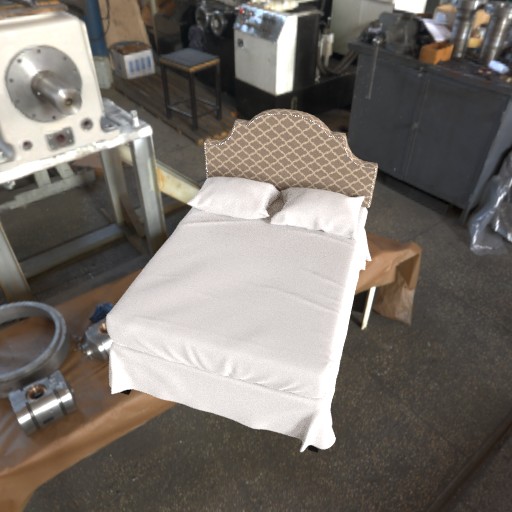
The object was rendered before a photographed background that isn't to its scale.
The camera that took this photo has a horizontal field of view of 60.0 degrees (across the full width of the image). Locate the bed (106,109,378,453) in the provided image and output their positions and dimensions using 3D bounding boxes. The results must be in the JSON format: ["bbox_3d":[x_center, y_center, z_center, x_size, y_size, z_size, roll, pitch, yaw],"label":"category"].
[{"bbox_3d":[0.000,0.000,3.504,1.780,1.633,2.222,12,41,14],"label":"bed"}]
